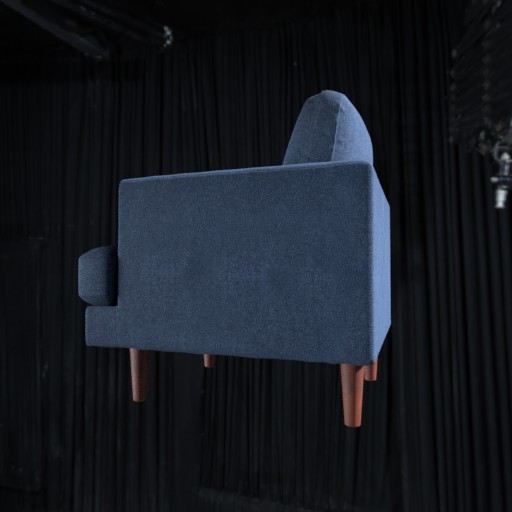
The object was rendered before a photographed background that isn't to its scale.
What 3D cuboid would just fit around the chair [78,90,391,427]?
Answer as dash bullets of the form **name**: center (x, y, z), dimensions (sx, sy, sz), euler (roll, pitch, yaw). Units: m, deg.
- **chair**: center (0.000, 0.000, 1.614), dimensions (0.899, 0.957, 0.858), euler (-1, -2, 20)
